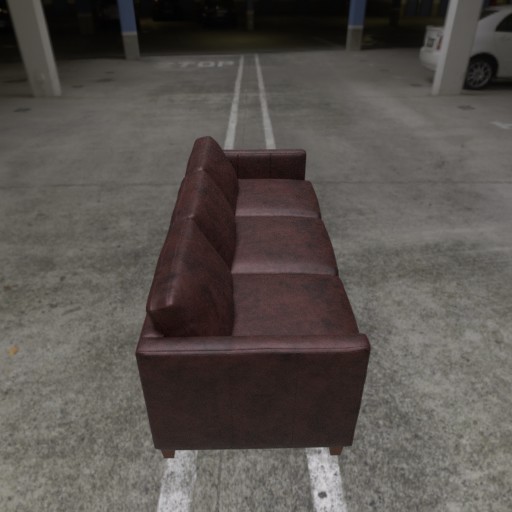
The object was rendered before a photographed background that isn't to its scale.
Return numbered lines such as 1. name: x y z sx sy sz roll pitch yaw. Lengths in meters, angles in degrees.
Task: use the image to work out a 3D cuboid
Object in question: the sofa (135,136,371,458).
1. sofa: 0.000 0.000 2.996 1.045 1.006 2.464 -1 33 -1
